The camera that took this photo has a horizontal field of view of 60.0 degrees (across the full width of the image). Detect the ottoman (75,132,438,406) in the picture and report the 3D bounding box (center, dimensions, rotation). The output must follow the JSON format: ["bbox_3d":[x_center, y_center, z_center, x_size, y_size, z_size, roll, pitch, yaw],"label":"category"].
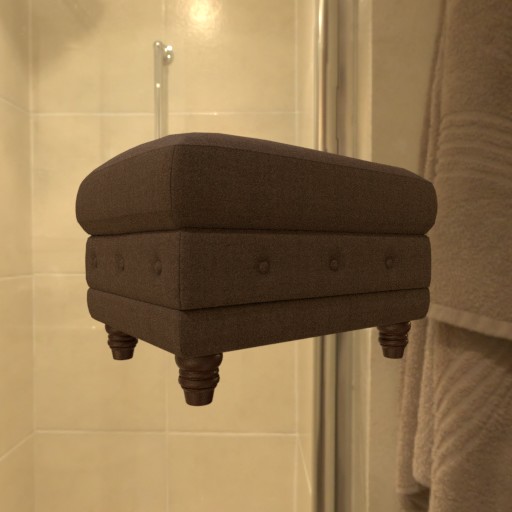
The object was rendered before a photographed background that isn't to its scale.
[{"bbox_3d":[0.000,0.000,1.205,0.809,0.555,0.599,-1,1,-36],"label":"ottoman"}]
